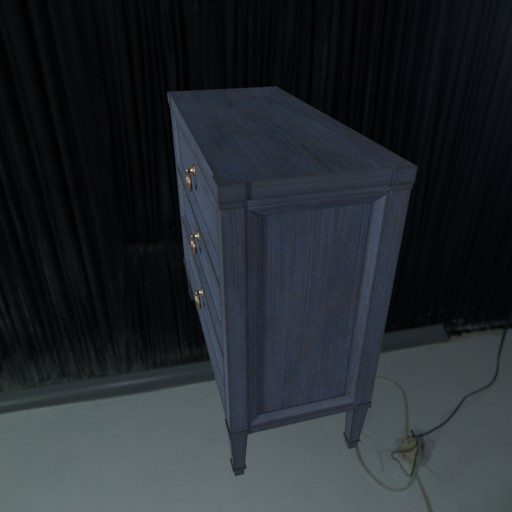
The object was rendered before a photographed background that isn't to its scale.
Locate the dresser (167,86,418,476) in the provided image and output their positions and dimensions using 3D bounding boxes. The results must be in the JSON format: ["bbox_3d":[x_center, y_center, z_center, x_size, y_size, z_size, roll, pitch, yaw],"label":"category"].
[{"bbox_3d":[0.000,0.000,1.621,0.463,0.986,1.049,-8,31,-13],"label":"dresser"}]
